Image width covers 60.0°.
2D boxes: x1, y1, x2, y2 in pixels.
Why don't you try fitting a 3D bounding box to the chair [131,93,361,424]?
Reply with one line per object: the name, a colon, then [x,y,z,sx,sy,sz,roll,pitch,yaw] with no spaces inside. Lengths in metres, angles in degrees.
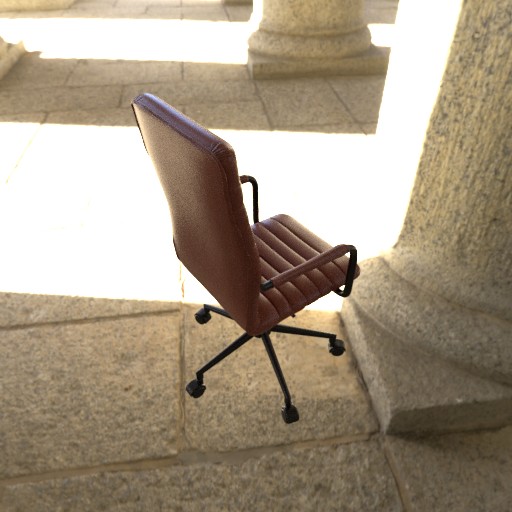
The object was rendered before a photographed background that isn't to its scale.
chair: [0.000,0.000,1.351,0.580,0.979,0.608,-25,46,-27]
